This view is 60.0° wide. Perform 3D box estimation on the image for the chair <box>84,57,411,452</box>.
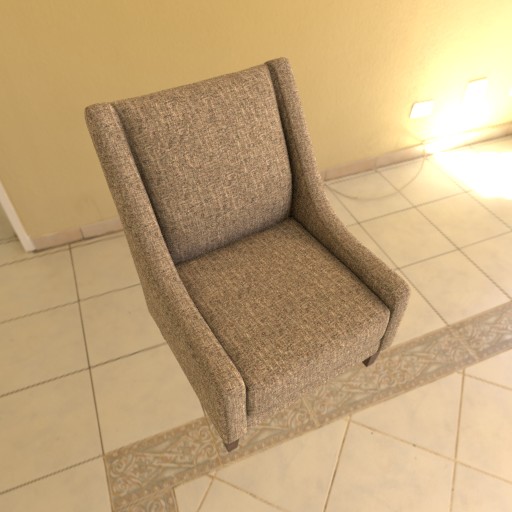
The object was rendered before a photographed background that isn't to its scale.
[{"bbox_3d":[0.000,0.000,1.607,0.774,1.014,0.870,-24,50,-22],"label":"chair"}]
